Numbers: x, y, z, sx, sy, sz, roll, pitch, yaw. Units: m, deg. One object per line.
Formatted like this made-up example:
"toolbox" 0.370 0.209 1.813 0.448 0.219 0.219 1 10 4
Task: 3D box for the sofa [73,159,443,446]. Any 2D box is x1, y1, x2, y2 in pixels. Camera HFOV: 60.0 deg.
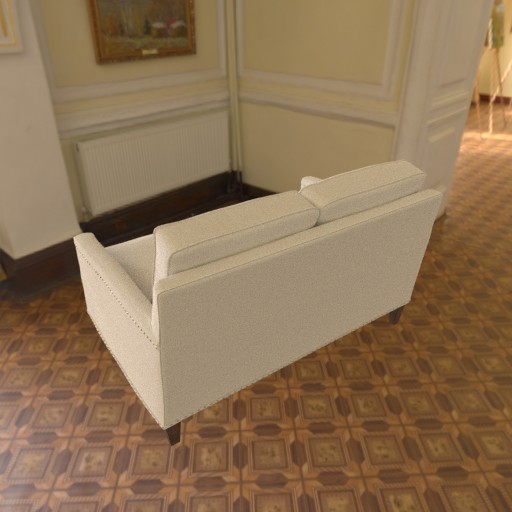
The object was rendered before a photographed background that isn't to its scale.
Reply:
"sofa" 0.000 0.000 2.335 1.597 1.003 1.084 -19 35 -30
